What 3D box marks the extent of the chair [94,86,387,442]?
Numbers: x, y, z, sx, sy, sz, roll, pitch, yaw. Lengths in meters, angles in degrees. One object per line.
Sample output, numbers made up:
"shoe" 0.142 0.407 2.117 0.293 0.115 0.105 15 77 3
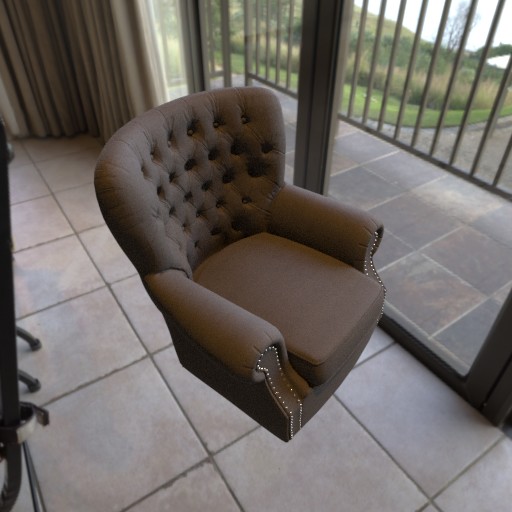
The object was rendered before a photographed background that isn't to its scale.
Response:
"chair" 0.000 0.000 1.790 0.983 1.046 0.983 26 47 28
